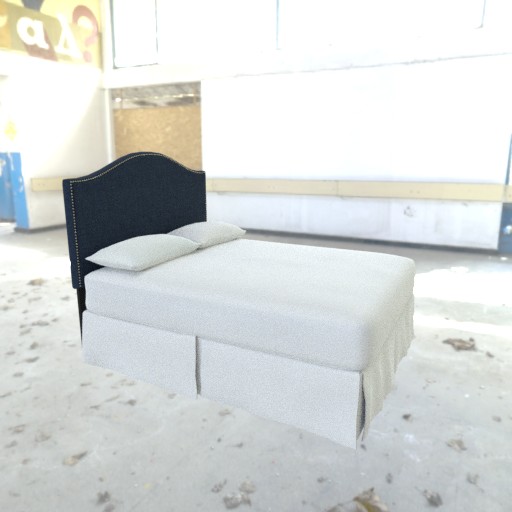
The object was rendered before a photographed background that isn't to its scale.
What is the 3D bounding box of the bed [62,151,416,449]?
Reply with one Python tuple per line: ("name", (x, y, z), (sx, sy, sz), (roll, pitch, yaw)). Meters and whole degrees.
("bed", (0.000, 0.000, 3.306), (2.153, 1.518, 1.725), (7, 15, 27))
